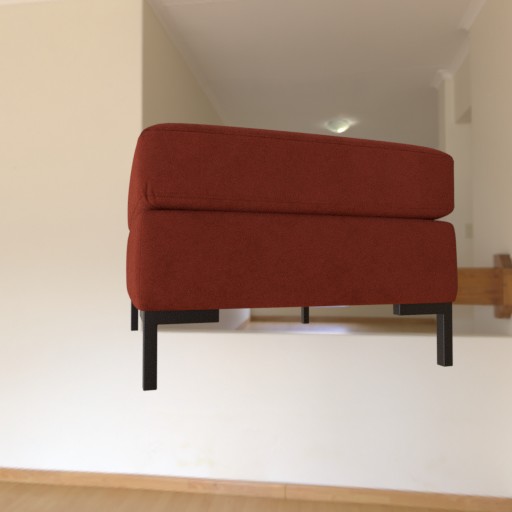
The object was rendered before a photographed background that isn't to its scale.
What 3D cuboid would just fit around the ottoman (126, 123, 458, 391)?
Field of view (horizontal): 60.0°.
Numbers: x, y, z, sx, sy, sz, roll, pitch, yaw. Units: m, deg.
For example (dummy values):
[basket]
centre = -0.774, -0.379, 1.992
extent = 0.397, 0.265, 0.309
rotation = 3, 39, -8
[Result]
[ottoman]
centre = 0.000, 0.000, 1.166
extent = 0.650, 0.462, 0.782
rotation = 0, -2, -17
